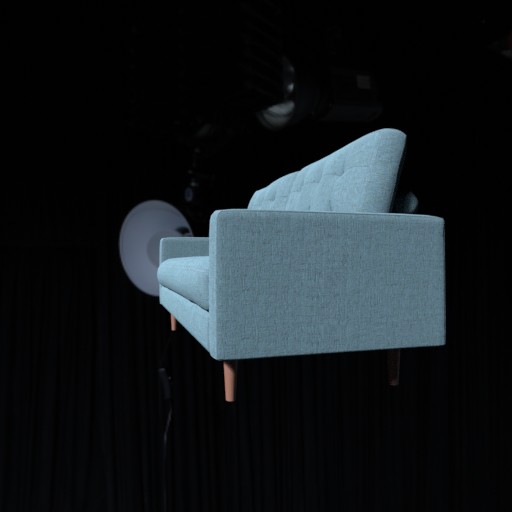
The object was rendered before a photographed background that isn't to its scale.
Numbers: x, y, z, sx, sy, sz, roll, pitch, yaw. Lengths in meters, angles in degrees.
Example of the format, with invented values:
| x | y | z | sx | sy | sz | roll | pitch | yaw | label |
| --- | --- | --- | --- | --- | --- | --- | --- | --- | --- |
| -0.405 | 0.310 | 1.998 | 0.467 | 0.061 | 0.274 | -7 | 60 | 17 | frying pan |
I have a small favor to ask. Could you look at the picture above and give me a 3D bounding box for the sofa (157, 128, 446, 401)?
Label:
| x | y | z | sx | sy | sz | roll | pitch | yaw | label |
| --- | --- | --- | --- | --- | --- | --- | --- | --- | --- |
| 0.000 | 0.000 | 2.511 | 0.966 | 1.050 | 2.010 | 0 | -1 | -17 | sofa |
